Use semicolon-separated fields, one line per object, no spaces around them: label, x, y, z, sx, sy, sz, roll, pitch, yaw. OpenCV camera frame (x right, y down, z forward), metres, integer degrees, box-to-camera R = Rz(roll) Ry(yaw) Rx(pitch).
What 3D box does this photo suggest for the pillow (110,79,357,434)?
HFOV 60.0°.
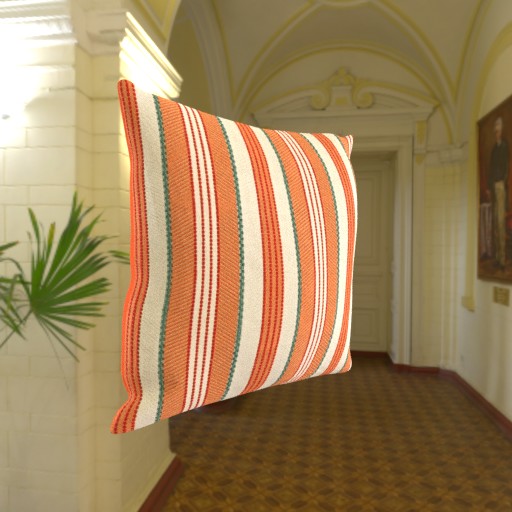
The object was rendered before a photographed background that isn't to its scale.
pillow;0.000;0.000;0.671;0.440;0.441;0.182;-1;2;-37
